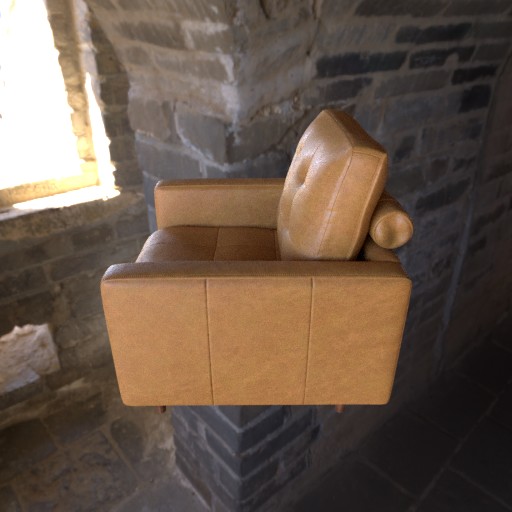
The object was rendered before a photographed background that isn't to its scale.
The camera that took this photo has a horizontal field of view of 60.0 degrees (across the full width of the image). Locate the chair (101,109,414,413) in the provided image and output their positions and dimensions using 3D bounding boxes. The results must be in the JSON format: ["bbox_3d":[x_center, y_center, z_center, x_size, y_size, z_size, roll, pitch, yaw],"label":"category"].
[{"bbox_3d":[0.000,0.000,1.531,0.868,0.896,0.831,0,28,0],"label":"chair"}]
